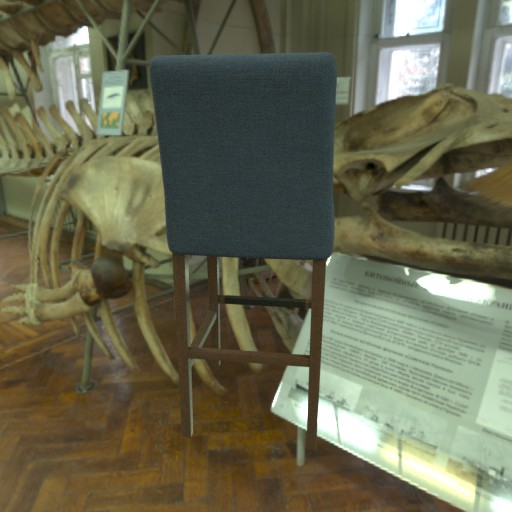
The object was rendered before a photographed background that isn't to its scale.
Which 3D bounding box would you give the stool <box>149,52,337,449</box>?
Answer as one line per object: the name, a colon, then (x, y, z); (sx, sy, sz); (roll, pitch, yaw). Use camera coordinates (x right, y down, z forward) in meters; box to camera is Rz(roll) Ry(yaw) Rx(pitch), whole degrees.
stool: (0.000, 0.000, 1.362); (0.470, 1.078, 0.577); (2, 17, 8)
